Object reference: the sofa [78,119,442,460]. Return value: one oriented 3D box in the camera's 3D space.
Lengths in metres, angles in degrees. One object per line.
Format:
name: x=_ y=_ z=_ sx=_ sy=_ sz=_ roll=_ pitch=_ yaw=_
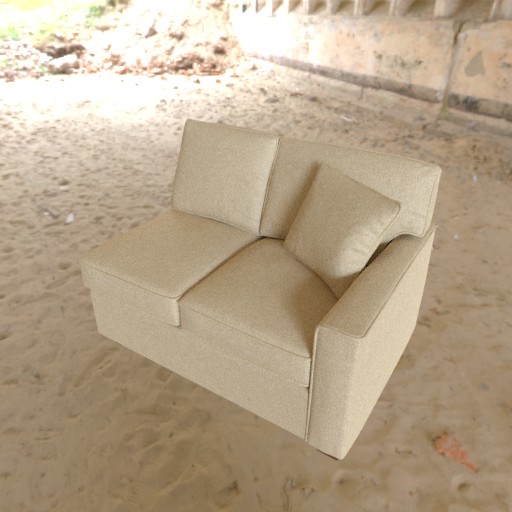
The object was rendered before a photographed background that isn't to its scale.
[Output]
sofa: x=0.000 y=0.000 z=2.076 sx=1.388 sy=0.989 sz=0.991 roll=18 pitch=34 yaw=28
